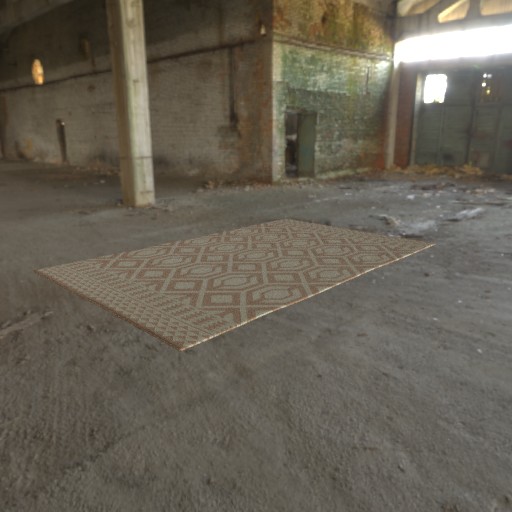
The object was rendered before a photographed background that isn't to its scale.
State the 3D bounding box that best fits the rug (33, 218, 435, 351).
[{"bbox_3d":[0.000,0.000,3.094,1.526,0.011,2.435,14,21,42],"label":"rug"}]
